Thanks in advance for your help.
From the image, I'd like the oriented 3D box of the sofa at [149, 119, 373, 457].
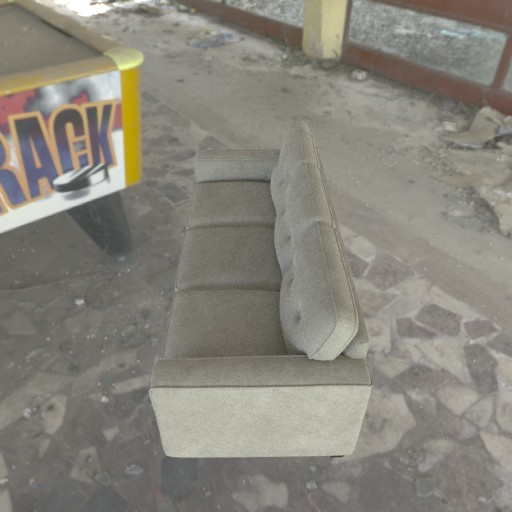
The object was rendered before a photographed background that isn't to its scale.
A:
[{"bbox_3d":[0.000,0.000,2.703,0.939,0.965,2.133,0,40,-1],"label":"sofa"}]
